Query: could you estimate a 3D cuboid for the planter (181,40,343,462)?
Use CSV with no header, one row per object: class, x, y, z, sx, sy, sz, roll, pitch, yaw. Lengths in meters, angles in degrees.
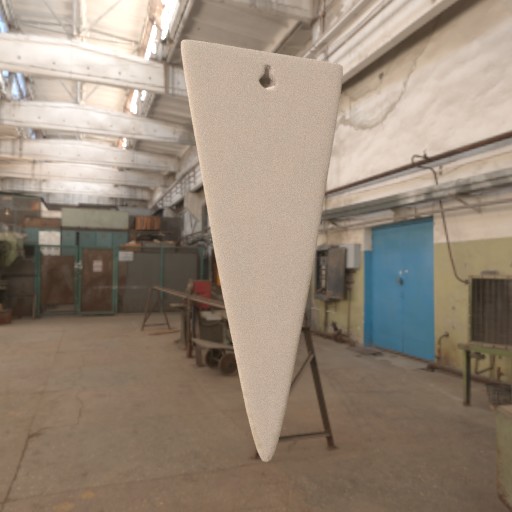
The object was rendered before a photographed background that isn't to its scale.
planter,0.000,0.000,0.393,0.143,0.338,0.065,0,-2,-18
